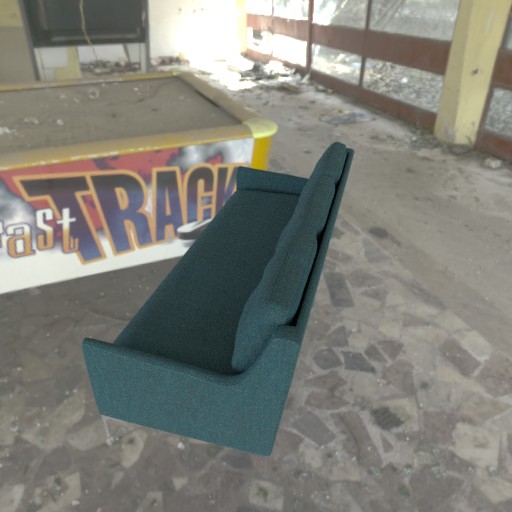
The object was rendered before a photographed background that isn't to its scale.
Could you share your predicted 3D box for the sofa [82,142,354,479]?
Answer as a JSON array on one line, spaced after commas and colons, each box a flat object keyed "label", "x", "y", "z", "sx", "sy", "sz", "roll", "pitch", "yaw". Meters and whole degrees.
[{"label": "sofa", "x": 0.000, "y": 0.000, "z": 2.489, "sx": 0.849, "sy": 0.837, "sz": 2.060, "roll": 8, "pitch": 32, "yaw": 13}]
